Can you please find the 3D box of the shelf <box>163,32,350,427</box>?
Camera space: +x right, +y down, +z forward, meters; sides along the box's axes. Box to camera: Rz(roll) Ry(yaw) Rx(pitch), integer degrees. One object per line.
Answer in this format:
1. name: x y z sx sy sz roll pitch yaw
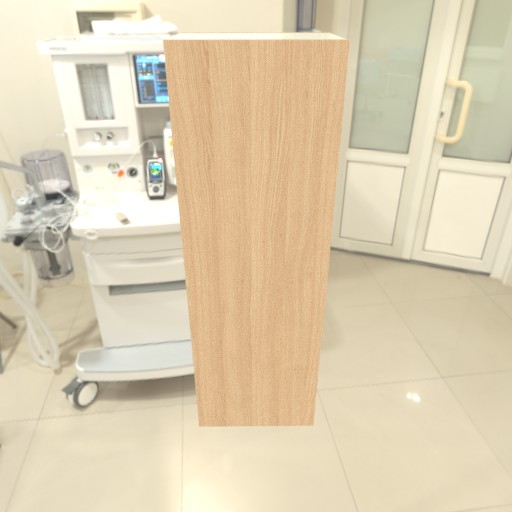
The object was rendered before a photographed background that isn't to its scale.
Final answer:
1. shelf: 0.000 0.000 0.989 0.290 0.882 0.197 0 30 -1
